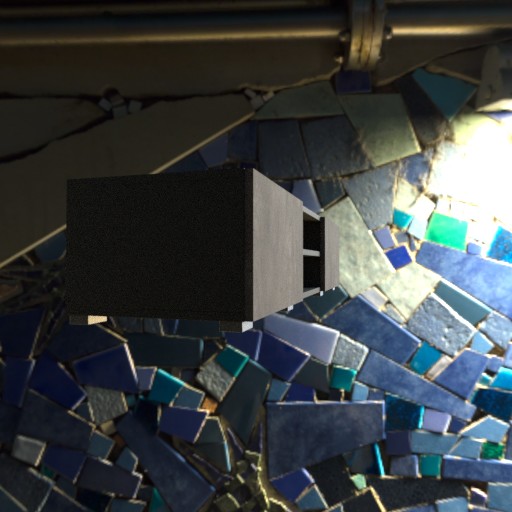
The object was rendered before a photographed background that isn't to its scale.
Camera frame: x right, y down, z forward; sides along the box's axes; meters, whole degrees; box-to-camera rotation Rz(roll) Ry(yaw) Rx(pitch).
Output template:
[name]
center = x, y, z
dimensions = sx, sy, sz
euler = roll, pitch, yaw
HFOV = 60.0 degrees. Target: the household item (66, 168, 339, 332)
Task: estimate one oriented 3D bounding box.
[household item]
center = 0.000, 0.000, 1.555
dimensions = 0.420, 0.310, 1.400
euler = 0, -1, 17
